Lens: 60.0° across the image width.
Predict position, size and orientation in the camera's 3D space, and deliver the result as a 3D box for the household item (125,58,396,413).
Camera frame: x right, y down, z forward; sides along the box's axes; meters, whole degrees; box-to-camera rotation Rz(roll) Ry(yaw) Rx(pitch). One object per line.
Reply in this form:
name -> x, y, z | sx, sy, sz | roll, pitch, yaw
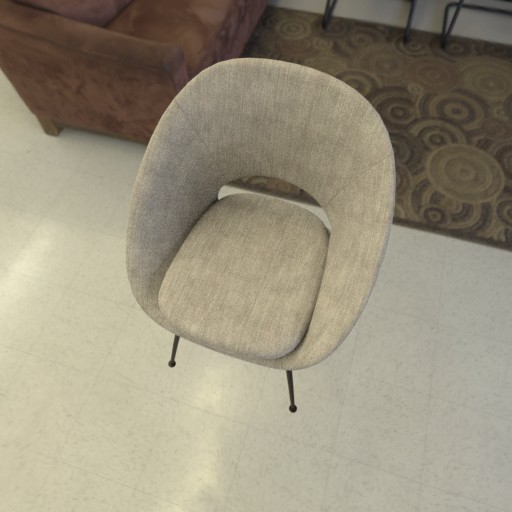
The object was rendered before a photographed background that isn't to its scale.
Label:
household item -> 0.000, 0.000, 1.261 | 0.643, 0.869, 0.587 | 17, 60, 10
